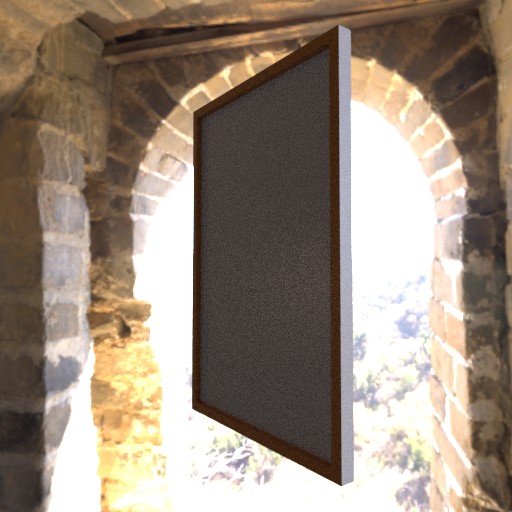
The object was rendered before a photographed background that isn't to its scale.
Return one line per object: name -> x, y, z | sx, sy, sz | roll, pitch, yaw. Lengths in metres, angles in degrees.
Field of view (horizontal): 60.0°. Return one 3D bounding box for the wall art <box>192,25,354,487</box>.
wall art -> 0.000, 0.000, 0.751 | 0.025, 0.608, 0.405 | 1, -2, -36
